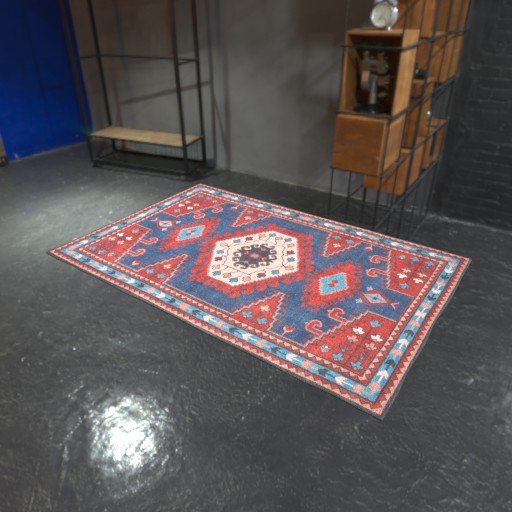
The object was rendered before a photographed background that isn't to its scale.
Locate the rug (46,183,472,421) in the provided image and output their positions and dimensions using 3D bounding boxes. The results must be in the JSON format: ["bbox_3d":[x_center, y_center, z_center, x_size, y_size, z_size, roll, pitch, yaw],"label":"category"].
[{"bbox_3d":[0.000,0.000,2.260,1.820,0.012,1.207,20,36,30],"label":"rug"}]
